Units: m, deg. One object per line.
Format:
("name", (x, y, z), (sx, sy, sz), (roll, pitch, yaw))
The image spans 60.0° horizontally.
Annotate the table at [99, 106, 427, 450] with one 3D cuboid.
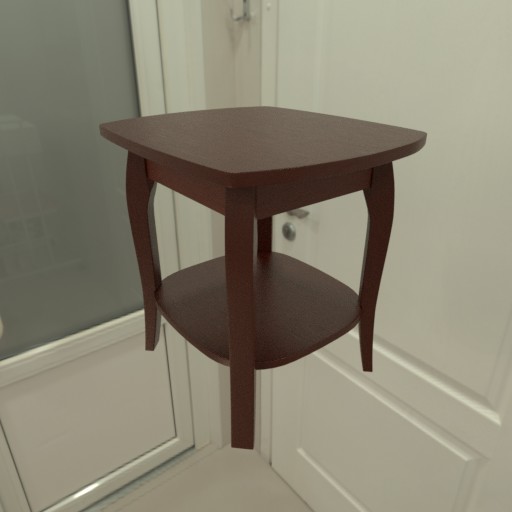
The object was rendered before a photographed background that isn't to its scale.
("table", (0.000, 0.000, 0.881), (0.433, 0.496, 0.502), (-19, 32, -34))
